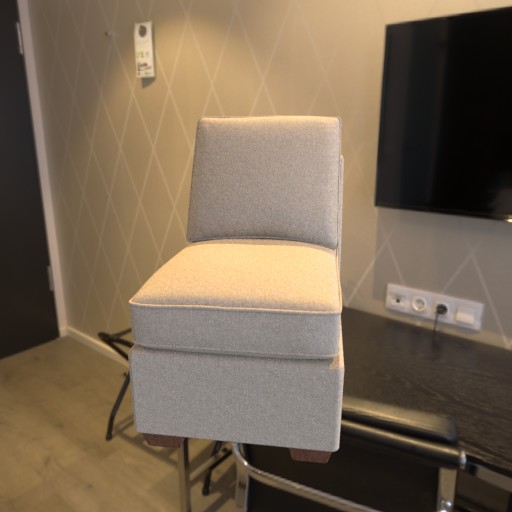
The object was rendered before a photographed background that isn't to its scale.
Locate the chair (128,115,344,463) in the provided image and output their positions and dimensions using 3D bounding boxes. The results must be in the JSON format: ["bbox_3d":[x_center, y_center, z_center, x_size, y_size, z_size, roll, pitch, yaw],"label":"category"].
[{"bbox_3d":[0.000,0.000,1.707,0.674,1.058,1.020,2,16,8],"label":"chair"}]
